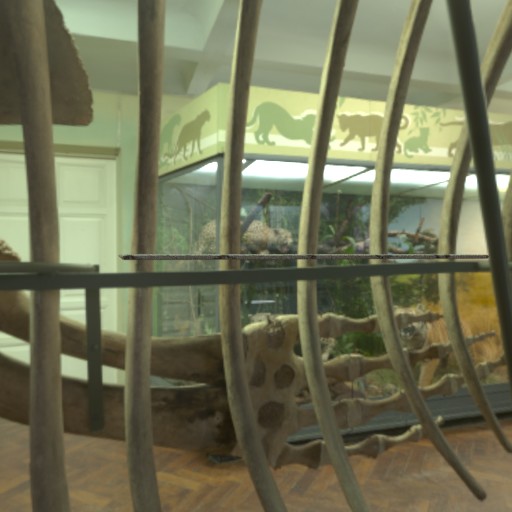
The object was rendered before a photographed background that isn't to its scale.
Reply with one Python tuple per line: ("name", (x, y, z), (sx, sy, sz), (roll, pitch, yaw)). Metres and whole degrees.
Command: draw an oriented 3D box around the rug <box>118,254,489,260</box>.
("rug", (0.000, 0.000, 4.139), (2.438, 0.029, 3.047), (0, 0, -18))
